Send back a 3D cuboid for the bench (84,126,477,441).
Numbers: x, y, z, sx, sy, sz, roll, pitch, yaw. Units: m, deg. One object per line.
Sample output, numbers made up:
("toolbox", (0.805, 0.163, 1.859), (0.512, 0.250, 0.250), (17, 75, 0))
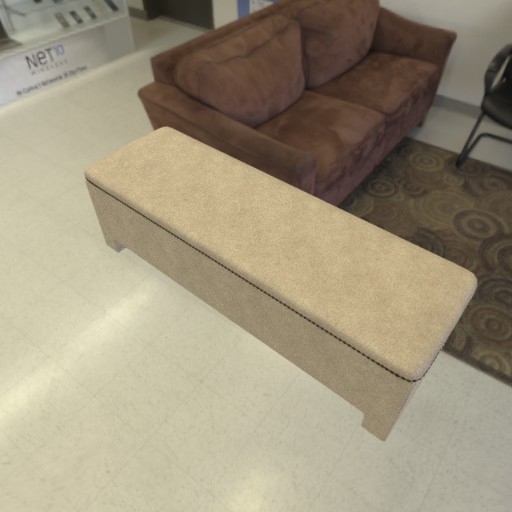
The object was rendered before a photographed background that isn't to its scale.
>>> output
("bench", (0.000, 0.000, 1.743), (1.482, 0.447, 0.470), (31, 53, 26))
